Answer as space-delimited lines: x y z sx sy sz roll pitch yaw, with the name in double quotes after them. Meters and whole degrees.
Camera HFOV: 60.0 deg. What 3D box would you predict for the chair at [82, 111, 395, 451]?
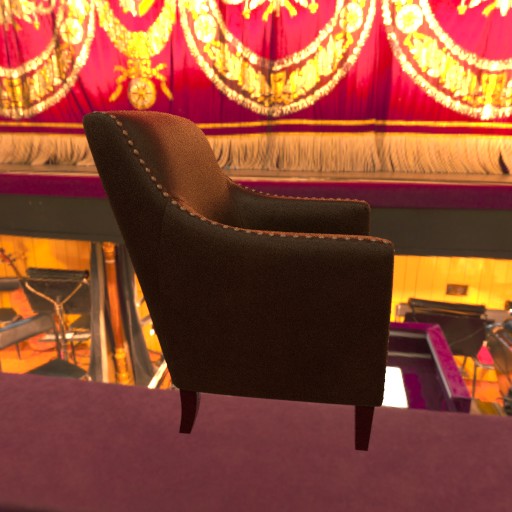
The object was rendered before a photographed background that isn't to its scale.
0.000 0.000 1.305 0.704 0.813 0.639 2 16 8 "chair"
